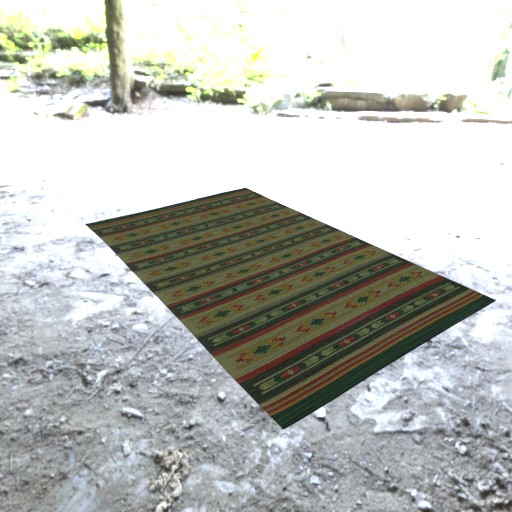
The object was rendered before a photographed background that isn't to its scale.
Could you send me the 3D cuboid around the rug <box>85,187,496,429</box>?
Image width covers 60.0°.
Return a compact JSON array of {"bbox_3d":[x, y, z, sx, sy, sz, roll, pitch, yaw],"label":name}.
[{"bbox_3d":[0.000,0.000,2.945,1.520,0.011,2.447,-18,32,-31],"label":"rug"}]
